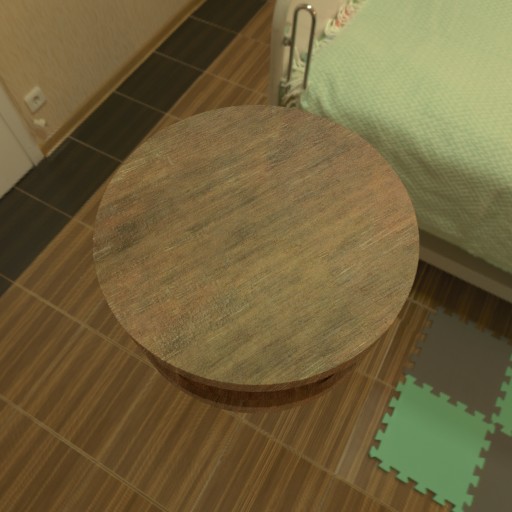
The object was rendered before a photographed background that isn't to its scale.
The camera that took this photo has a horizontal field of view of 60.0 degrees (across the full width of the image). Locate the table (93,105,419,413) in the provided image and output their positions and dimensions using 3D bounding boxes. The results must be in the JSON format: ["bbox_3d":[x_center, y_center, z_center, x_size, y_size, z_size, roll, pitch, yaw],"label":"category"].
[{"bbox_3d":[0.000,0.000,1.538,0.974,0.450,0.974,0,62,0],"label":"table"}]
